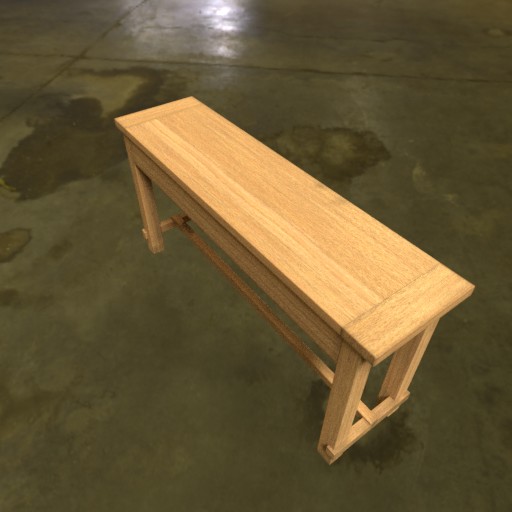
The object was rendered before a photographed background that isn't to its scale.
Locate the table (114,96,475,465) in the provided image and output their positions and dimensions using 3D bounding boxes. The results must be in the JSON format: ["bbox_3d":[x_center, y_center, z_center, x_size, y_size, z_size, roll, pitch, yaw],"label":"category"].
[{"bbox_3d":[0.000,0.000,1.912,0.442,0.762,1.599,-27,49,-26],"label":"table"}]
